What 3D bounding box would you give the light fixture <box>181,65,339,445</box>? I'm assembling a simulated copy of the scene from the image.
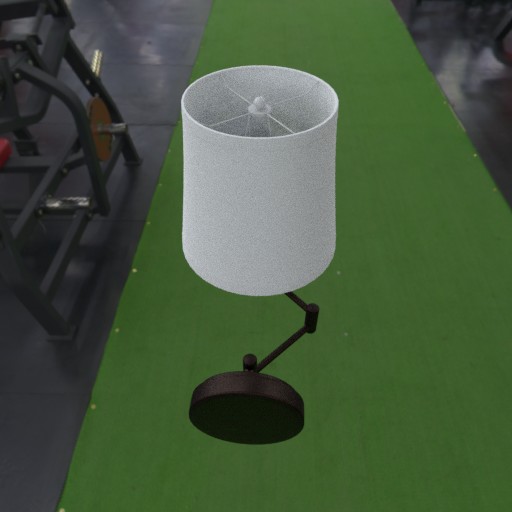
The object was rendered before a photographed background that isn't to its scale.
[{"bbox_3d":[0.000,0.000,0.266,0.100,0.172,0.157,3,46,3],"label":"light fixture"}]
